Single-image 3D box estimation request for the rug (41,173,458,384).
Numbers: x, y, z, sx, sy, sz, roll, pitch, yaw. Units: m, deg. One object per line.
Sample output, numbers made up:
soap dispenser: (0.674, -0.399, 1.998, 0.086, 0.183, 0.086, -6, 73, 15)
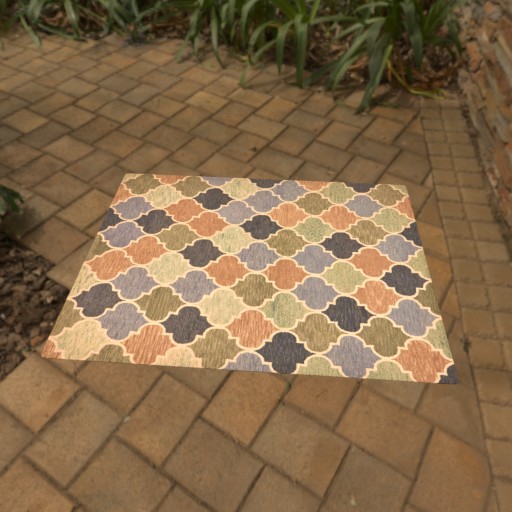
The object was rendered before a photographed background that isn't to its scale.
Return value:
rug: (0.000, 0.000, 4.216, 3.200, 0.013, 2.439, 3, 46, 3)
